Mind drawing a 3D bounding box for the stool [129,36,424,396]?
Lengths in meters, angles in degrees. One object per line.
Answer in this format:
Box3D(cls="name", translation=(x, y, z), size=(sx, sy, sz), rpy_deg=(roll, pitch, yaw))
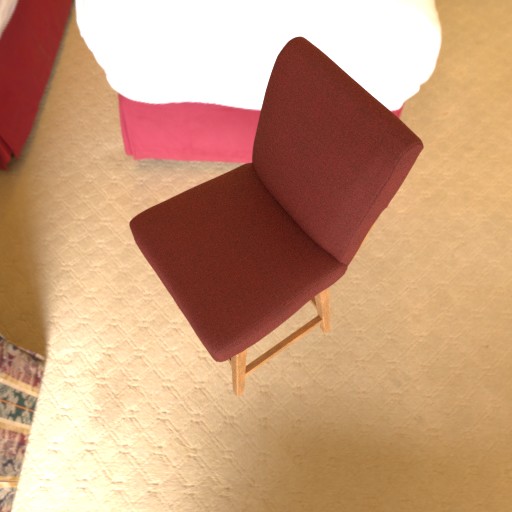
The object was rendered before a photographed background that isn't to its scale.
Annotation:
Box3D(cls="stool", translation=(0.000, 0.000, 1.330), size=(0.562, 1.038, 0.468), rpy_deg=(-32, 67, -15))
